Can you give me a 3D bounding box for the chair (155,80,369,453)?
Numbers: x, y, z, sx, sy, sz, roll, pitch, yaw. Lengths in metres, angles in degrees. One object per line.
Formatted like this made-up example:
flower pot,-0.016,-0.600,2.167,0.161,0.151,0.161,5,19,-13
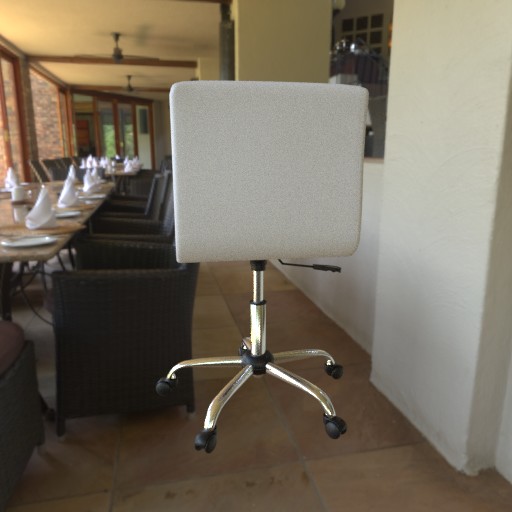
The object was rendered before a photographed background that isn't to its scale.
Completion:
chair,0.000,0.000,1.083,0.520,0.750,0.455,-2,13,-9
